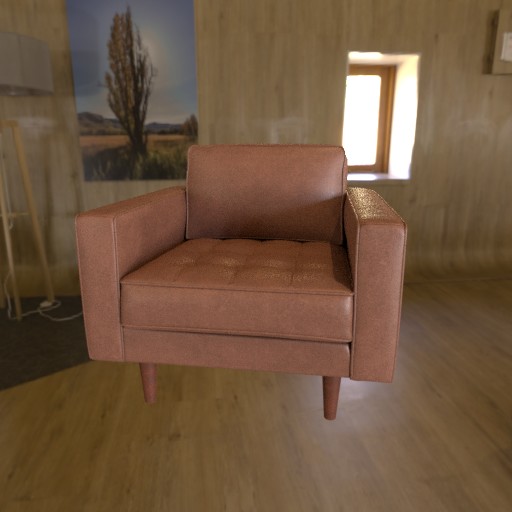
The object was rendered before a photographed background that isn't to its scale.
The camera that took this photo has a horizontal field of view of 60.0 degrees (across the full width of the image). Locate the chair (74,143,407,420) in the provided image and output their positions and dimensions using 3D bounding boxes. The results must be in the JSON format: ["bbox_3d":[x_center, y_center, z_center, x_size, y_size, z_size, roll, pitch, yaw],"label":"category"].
[{"bbox_3d":[0.000,0.000,1.579,0.920,0.770,0.900,2,15,9],"label":"chair"}]
